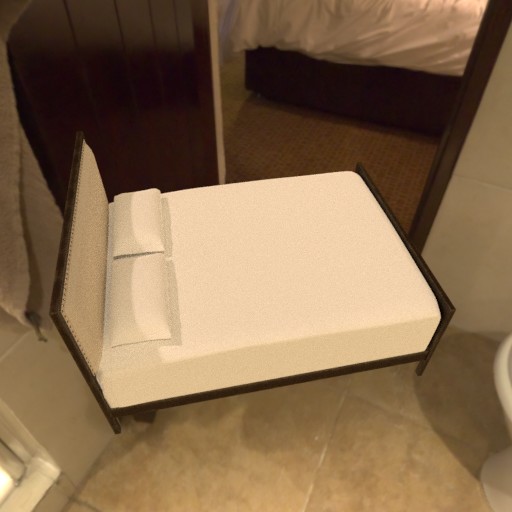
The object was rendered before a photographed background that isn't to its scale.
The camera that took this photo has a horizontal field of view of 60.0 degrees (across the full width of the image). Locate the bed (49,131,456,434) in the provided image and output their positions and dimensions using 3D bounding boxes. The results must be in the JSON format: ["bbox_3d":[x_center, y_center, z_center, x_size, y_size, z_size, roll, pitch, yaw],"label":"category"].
[{"bbox_3d":[0.000,0.000,3.159,2.221,1.313,1.607,-8,46,-8],"label":"bed"}]
